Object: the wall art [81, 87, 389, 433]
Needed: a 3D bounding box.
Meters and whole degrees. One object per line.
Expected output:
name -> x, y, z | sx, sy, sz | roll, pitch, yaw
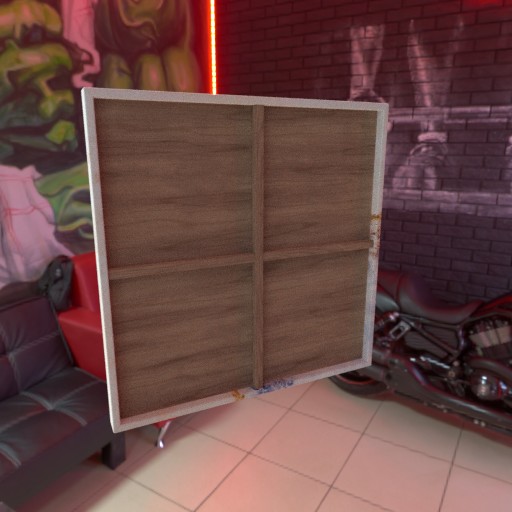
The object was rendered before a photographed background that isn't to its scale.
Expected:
wall art -> 0.000, 0.000, 1.569 | 1.061, 1.061, 0.071 | -7, 15, -25
